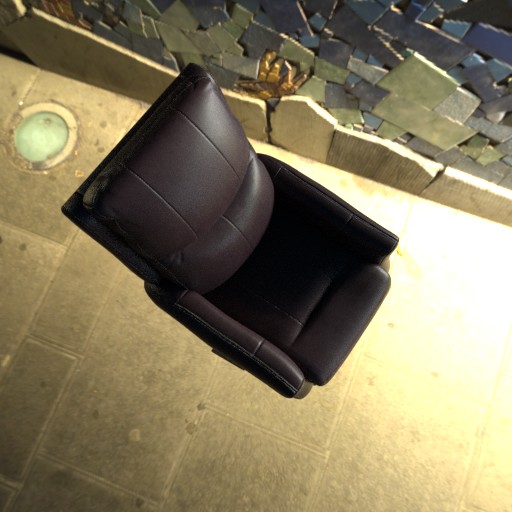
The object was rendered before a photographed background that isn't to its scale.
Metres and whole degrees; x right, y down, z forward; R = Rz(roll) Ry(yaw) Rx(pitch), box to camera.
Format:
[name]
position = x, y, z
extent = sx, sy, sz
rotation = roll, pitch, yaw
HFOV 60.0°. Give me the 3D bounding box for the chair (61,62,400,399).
[chair]
position = 0.000, 0.000, 1.790
extent = 1.080, 1.030, 0.829
rotation = 35, 78, 8
